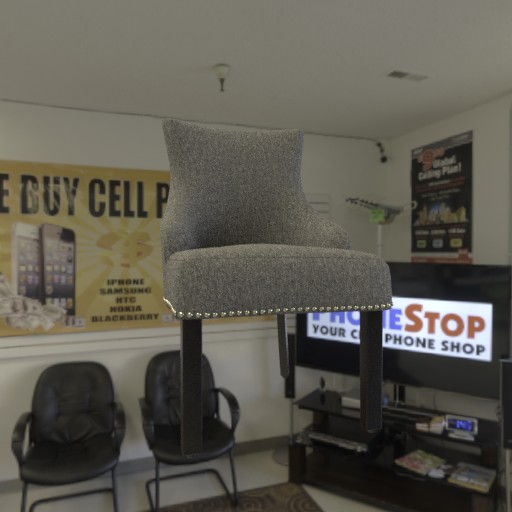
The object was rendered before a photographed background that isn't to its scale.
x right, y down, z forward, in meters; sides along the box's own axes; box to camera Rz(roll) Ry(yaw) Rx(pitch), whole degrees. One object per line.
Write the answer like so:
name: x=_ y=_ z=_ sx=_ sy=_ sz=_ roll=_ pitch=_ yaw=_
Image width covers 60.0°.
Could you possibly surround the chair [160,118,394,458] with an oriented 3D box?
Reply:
chair: x=0.000 y=0.000 z=1.324 sx=0.566 sy=0.909 sz=0.629 roll=0 pitch=1 yaw=-17
